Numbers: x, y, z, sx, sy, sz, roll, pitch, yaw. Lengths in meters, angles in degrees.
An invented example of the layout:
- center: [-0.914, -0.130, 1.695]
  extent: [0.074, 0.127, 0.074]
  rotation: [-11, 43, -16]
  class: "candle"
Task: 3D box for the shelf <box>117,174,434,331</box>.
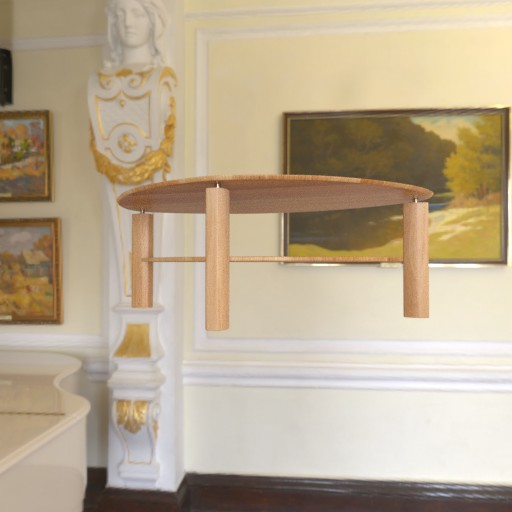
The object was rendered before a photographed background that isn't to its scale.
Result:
- center: [0.000, 0.000, 1.647]
  extent: [1.246, 0.440, 0.845]
  rotation: [0, -1, 18]
  class: "shelf"
